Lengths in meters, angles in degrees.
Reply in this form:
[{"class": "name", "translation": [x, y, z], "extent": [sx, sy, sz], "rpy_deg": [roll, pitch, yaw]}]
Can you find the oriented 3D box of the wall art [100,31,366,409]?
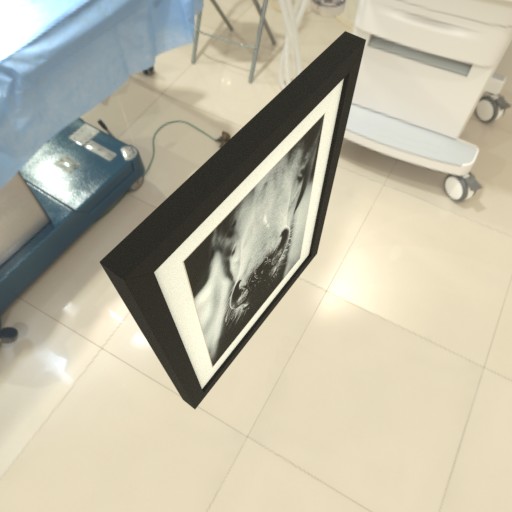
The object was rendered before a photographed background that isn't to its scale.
[{"class": "wall art", "translation": [0.000, 0.000, 0.541], "extent": [0.024, 0.404, 0.329], "rpy_deg": [32, 64, 18]}]
